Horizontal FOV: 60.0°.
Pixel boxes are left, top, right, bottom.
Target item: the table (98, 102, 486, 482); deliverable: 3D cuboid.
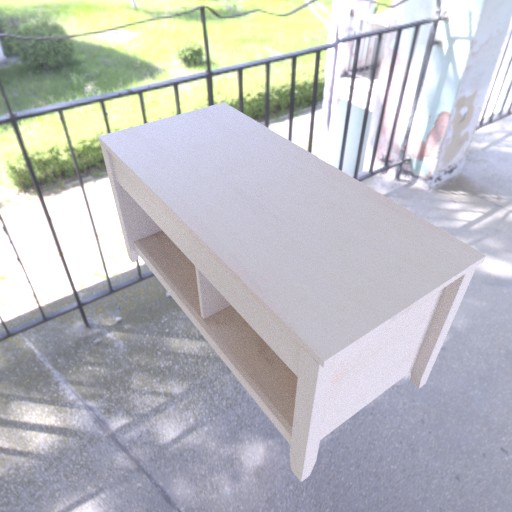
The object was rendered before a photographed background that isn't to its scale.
[{"bbox_3d":[0.000,0.000,1.295,0.457,0.483,1.016,-25,47,-26],"label":"table"}]
